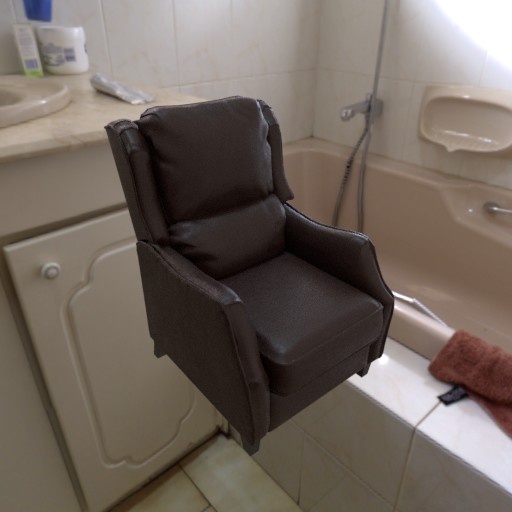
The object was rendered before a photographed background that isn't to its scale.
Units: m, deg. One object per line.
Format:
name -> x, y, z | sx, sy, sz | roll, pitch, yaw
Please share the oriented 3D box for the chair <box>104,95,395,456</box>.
chair -> 0.000, 0.000, 1.815 | 0.770, 1.132, 0.982 | -22, 36, -33
